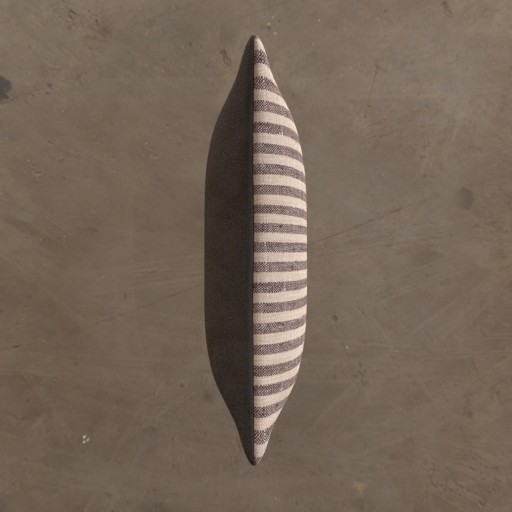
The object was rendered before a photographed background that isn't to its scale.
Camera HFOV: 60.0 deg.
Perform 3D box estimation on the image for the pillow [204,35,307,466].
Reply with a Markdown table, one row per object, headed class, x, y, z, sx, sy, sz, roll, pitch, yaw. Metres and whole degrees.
| class | x | y | z | sx | sy | sz | roll | pitch | yaw |
| --- | --- | --- | --- | --- | --- | --- | --- | --- | --- |
| pillow | 0.000 | 0.000 | 0.777 | 0.166 | 0.506 | 0.523 | 0 | 89 | -1 |
